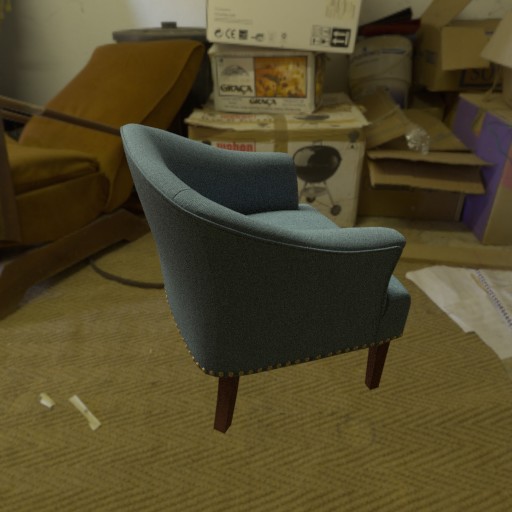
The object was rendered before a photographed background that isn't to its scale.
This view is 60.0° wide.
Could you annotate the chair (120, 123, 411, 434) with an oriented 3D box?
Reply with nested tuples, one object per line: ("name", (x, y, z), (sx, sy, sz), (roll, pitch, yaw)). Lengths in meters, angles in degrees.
("chair", (0.000, 0.000, 1.411), (0.704, 0.815, 0.772), (-11, 32, -17))
